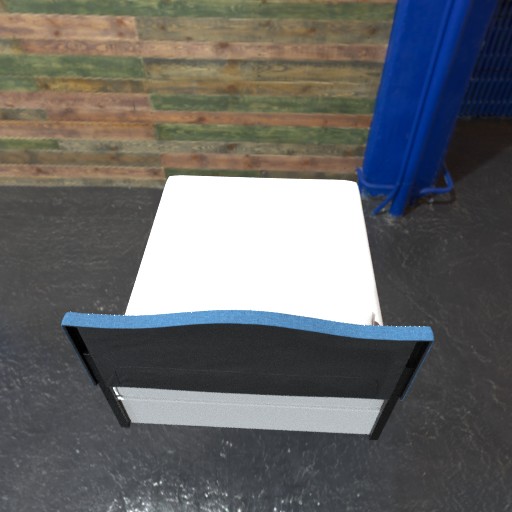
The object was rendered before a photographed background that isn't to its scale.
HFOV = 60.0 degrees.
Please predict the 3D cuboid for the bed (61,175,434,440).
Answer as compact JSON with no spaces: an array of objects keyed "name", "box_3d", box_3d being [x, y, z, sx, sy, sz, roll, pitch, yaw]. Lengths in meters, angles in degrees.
[{"name":"bed","box_3d":[0.000,0.000,2.867,1.610,1.169,1.872,2,46,2]}]
